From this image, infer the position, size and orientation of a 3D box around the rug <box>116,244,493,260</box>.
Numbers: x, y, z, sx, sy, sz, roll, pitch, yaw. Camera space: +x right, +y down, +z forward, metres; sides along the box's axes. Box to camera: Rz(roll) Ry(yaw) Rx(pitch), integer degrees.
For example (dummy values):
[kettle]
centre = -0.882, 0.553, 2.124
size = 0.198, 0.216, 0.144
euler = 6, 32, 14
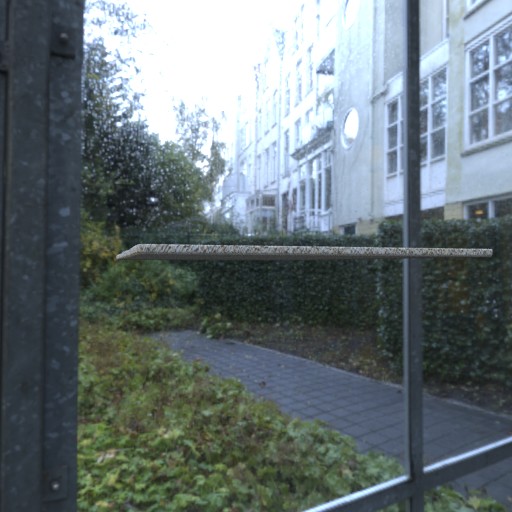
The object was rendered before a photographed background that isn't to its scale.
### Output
[rug]
centre = 0.000, 0.000, 2.080
size = 1.200, 0.027, 1.600
euler = 0, -1, -19
